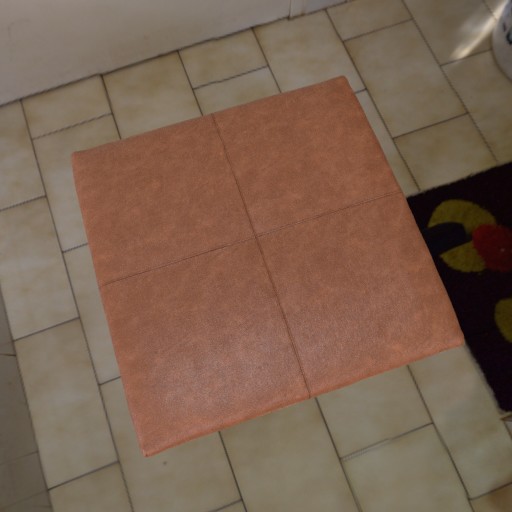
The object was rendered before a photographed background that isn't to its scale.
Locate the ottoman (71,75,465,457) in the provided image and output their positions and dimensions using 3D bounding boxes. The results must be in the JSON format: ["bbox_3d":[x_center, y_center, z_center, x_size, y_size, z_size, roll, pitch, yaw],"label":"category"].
[{"bbox_3d":[0.000,0.000,1.571,1.016,0.442,1.013,-18,75,-5],"label":"ottoman"}]
